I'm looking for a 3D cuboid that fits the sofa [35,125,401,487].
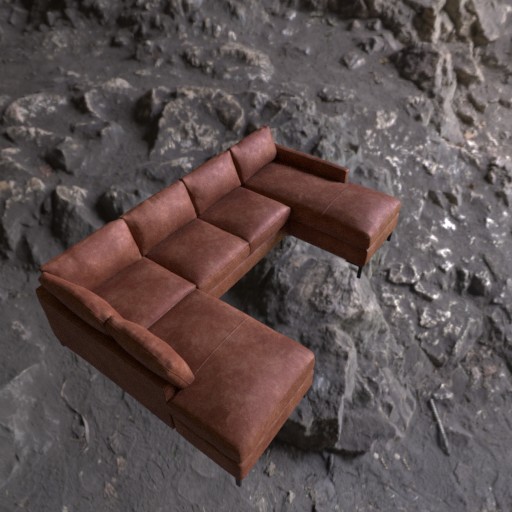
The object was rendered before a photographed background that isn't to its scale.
[{"bbox_3d":[0.000,0.000,3.820,1.939,0.900,2.956,26,48,26],"label":"sofa"}]
